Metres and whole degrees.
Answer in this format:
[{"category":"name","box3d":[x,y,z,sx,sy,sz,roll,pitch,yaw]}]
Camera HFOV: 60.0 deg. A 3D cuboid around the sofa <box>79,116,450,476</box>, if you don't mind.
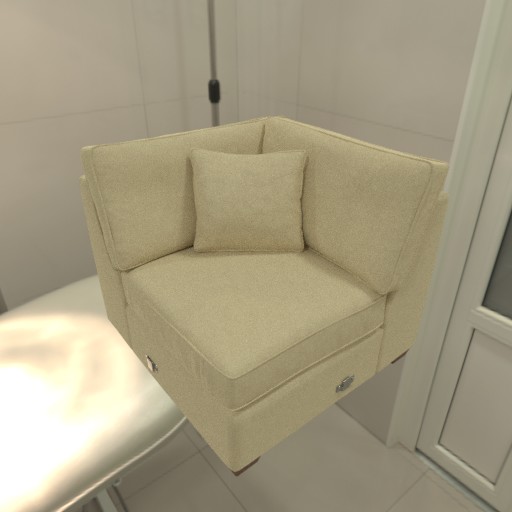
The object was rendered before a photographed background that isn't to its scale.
[{"category":"sofa","box3d":[0.000,0.000,1.927,1.084,1.002,1.146,-22,37,-33]}]
